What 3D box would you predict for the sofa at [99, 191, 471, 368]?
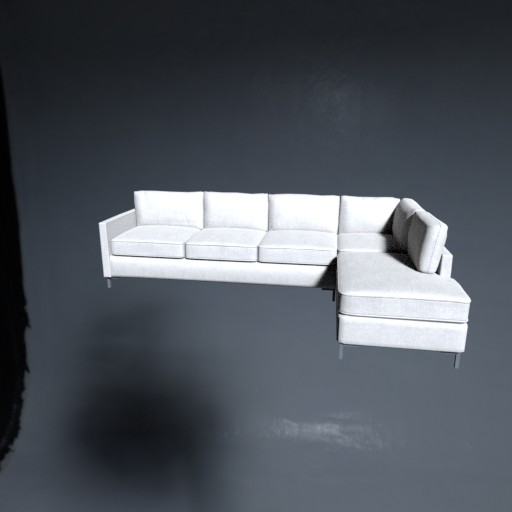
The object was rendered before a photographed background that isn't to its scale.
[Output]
[{"bbox_3d":[0.000,0.000,4.244,3.331,0.964,2.077,3,16,9],"label":"sofa"}]
